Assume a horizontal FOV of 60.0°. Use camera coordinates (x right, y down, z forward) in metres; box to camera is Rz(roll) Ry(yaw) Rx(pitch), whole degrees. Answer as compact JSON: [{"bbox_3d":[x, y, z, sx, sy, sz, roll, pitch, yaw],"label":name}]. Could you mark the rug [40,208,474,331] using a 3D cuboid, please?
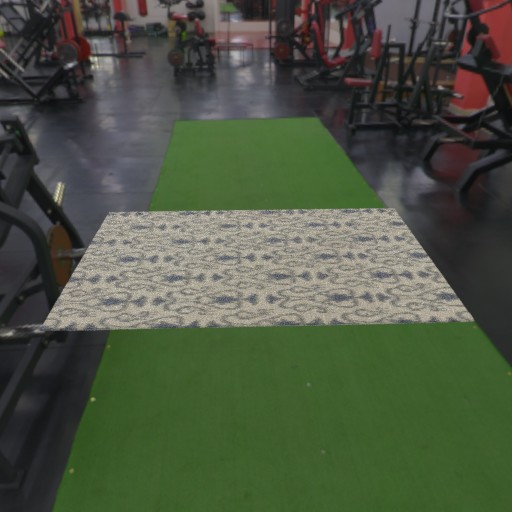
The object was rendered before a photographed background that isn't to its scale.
[{"bbox_3d":[0.000,0.000,2.121,1.652,0.006,1.035,-1,31,-2],"label":"rug"}]
